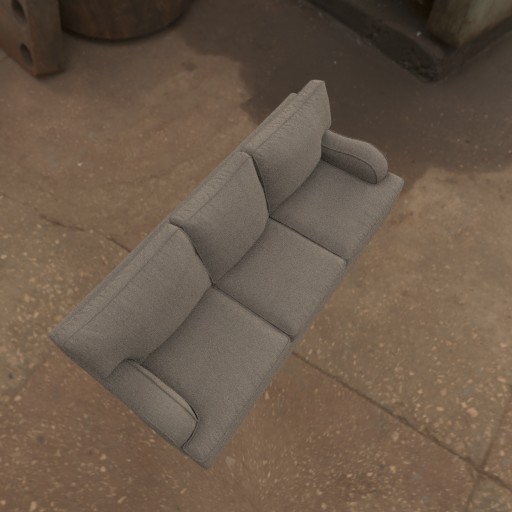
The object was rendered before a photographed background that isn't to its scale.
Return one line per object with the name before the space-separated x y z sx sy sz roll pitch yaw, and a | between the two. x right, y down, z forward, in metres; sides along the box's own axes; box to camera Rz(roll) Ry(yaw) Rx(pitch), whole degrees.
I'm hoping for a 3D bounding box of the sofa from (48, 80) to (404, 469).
sofa | 0.000 0.000 2.830 1.016 0.991 2.323 32 65 17
